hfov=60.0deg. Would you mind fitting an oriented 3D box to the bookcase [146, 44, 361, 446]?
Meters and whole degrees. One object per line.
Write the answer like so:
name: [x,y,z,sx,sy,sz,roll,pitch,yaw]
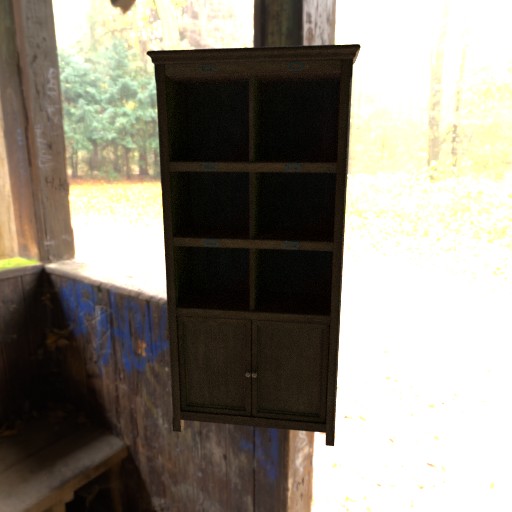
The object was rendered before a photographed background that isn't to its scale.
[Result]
bookcase: [0.000,0.000,2.233,0.906,1.880,0.348,2,14,8]
